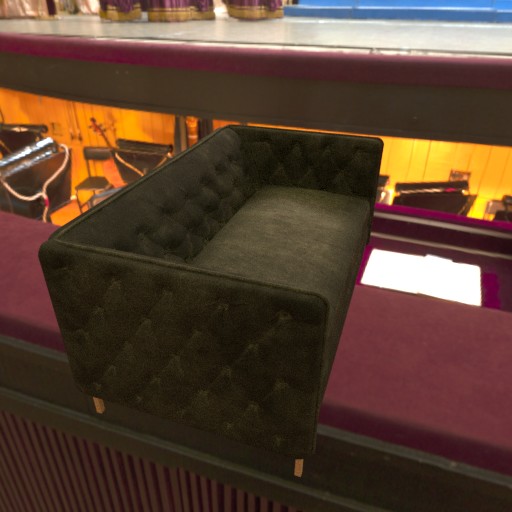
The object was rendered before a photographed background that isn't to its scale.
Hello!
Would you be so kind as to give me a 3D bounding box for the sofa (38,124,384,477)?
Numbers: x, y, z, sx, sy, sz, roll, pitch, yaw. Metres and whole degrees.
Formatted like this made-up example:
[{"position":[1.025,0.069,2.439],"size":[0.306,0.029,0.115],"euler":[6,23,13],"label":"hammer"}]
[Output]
[{"position":[0.000,0.000,1.986],"size":[0.895,0.768,1.537],"euler":[10,32,17],"label":"sofa"}]
